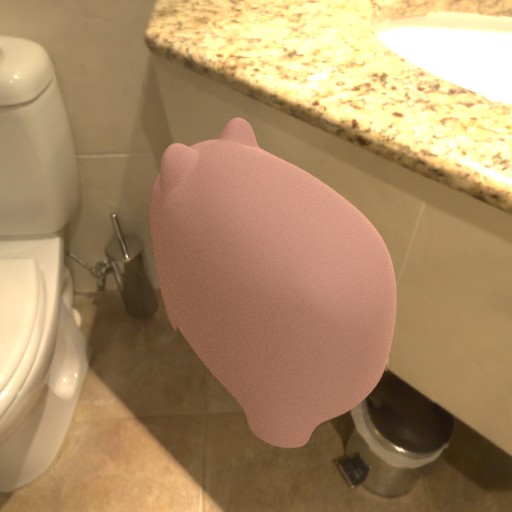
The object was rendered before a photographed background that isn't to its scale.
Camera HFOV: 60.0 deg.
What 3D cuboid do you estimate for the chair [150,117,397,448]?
[{"bbox_3d":[0.000,0.000,0.878,0.364,0.423,0.619,-31,54,-26],"label":"chair"}]
